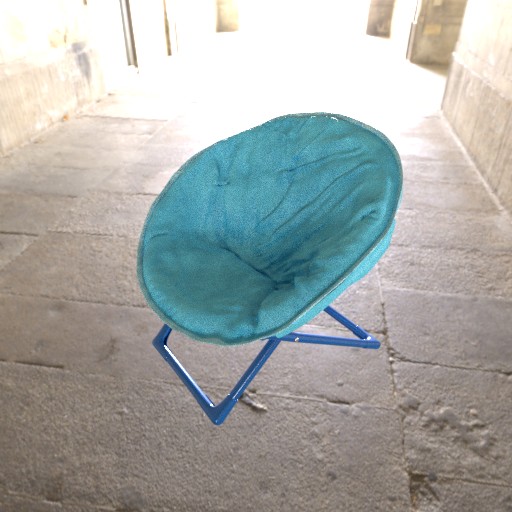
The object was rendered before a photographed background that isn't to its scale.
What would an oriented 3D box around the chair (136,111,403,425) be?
[{"bbox_3d":[0.000,0.000,0.884,0.465,0.478,0.520,-22,39,-30],"label":"chair"}]
